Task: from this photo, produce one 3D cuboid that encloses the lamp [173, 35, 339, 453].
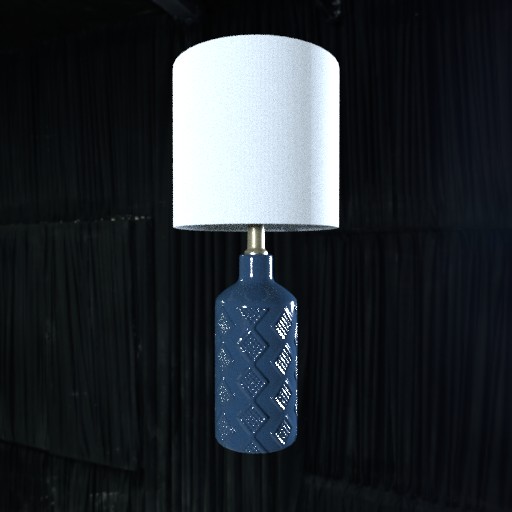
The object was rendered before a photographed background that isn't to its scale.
[{"bbox_3d":[0.000,0.000,0.564,0.207,0.461,0.207,0,1,19],"label":"lamp"}]
